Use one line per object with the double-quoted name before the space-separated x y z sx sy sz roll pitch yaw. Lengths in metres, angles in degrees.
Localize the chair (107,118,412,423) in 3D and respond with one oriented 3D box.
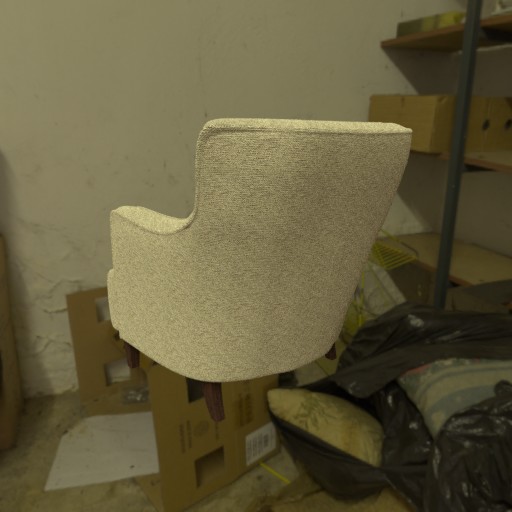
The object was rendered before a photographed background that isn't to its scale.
"chair" 0.000 0.000 1.613 0.820 0.920 0.910 -14 21 -41
